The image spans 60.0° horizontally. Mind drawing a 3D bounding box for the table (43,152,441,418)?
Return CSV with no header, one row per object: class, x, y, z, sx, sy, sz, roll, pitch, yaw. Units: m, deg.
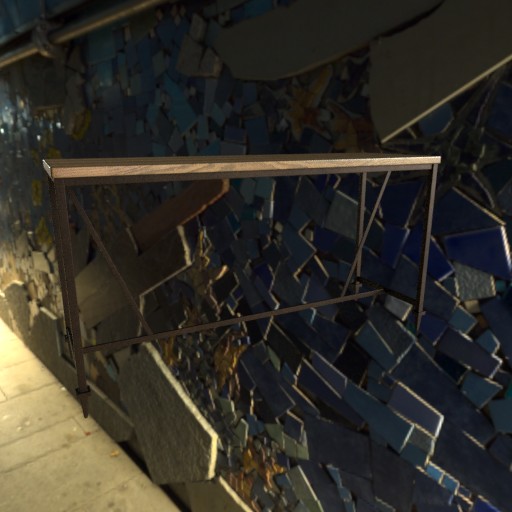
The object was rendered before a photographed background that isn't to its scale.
table,0.000,0.000,2.082,1.700,0.902,0.551,-8,17,-26
